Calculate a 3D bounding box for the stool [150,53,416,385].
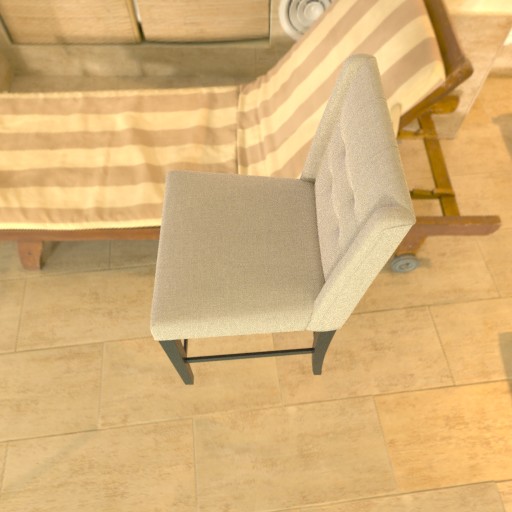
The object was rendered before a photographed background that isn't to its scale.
[{"bbox_3d":[0.000,0.000,1.206,0.509,0.939,0.474,-1,59,-1],"label":"stool"}]
